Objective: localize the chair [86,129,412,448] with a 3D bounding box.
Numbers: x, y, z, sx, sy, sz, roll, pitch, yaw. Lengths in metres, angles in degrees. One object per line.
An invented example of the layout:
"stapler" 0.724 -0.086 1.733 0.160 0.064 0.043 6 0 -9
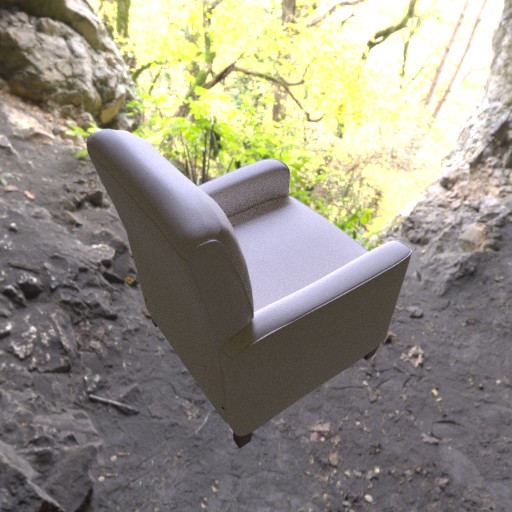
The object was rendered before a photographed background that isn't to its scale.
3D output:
"chair" 0.000 0.000 1.679 0.858 1.028 0.841 -26 48 -26
